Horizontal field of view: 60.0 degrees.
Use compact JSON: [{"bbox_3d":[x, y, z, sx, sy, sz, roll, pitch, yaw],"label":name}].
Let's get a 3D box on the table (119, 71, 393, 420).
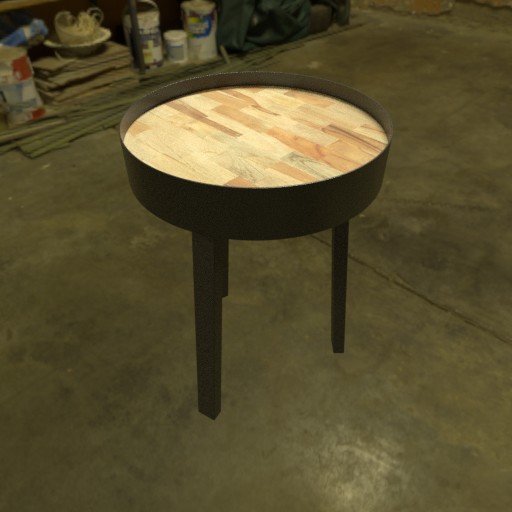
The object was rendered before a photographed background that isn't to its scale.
[{"bbox_3d":[0.000,0.000,0.855,0.406,0.559,0.406,0,41,0],"label":"table"}]
